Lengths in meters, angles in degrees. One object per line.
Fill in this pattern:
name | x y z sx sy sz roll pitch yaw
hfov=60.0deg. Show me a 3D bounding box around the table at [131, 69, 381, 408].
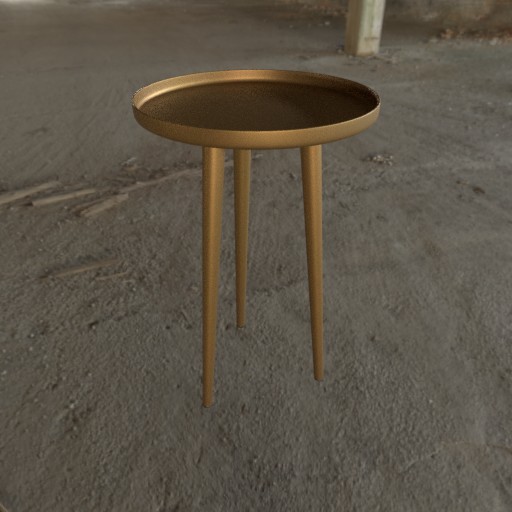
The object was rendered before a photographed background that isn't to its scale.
table | 0.000 0.000 0.677 0.299 0.480 0.299 -11 35 -16
